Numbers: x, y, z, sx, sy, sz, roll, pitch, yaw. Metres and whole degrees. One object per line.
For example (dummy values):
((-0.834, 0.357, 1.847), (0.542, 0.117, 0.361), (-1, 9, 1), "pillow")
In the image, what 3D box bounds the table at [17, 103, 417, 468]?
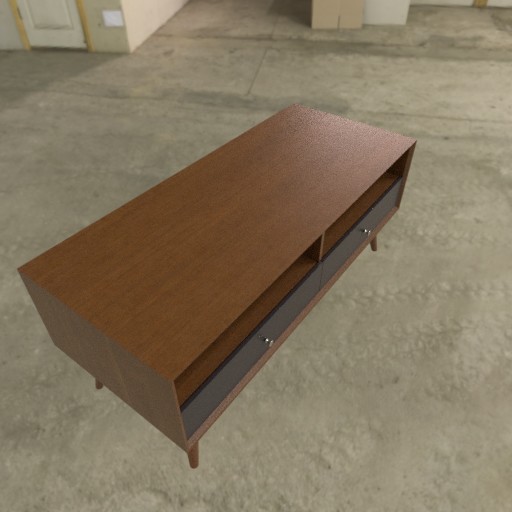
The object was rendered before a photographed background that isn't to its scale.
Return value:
((0.000, 0.000, 1.363), (0.490, 0.464, 1.119), (27, 48, 27), "table")
